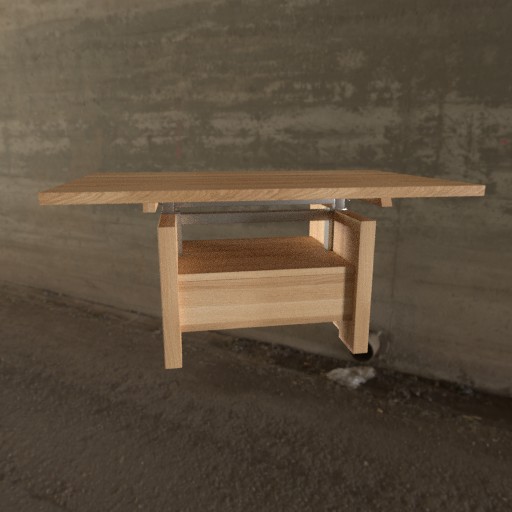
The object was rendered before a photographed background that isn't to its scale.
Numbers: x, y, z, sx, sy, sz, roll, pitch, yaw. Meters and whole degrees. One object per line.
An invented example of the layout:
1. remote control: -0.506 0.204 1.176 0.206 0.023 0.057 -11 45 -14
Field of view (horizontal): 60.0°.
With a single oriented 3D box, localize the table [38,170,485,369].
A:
1. table: 0.000 0.000 1.467 1.100 0.510 0.700 -2 14 -9
